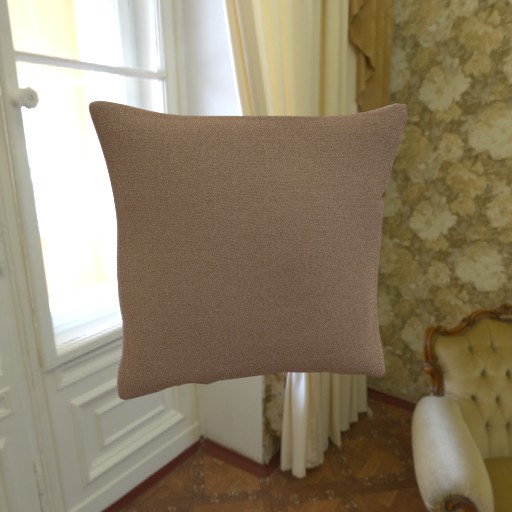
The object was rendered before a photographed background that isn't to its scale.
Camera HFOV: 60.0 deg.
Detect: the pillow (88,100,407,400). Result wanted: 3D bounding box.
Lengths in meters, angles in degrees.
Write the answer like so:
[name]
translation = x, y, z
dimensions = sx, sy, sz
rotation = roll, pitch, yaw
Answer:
[pillow]
translation = 0.000, 0.000, 0.729
dimensions = 0.478, 0.479, 0.158
rotation = -3, 16, -9
